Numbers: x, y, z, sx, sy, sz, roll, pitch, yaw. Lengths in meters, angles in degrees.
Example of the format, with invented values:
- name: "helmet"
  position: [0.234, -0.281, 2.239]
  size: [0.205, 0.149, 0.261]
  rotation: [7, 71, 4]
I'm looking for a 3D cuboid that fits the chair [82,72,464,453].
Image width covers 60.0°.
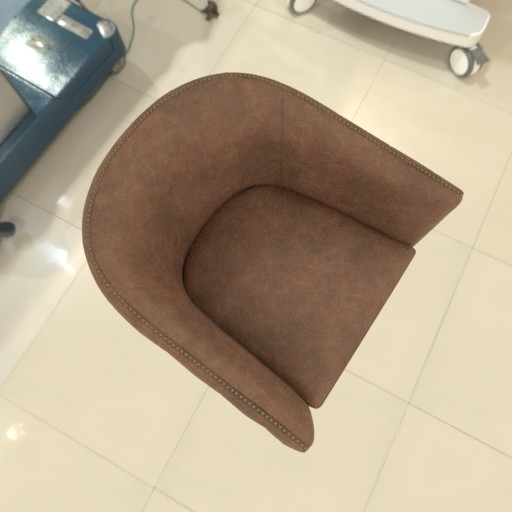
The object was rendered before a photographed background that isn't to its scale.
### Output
- name: "chair"
  position: [0.000, 0.000, 1.501]
  size: [0.870, 0.790, 0.850]
  rotation: [34, 76, 9]
